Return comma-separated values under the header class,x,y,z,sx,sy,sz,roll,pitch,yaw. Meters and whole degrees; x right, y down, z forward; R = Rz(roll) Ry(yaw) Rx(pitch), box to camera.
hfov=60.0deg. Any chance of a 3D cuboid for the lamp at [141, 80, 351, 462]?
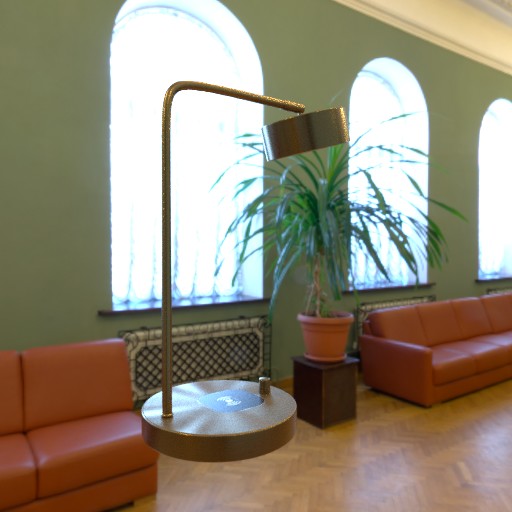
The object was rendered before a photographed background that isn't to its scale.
class,x,y,z,sx,sy,sz,roll,pitch,yaw
lamp,0.000,0.000,0.522,0.270,0.380,0.171,-1,2,-36
